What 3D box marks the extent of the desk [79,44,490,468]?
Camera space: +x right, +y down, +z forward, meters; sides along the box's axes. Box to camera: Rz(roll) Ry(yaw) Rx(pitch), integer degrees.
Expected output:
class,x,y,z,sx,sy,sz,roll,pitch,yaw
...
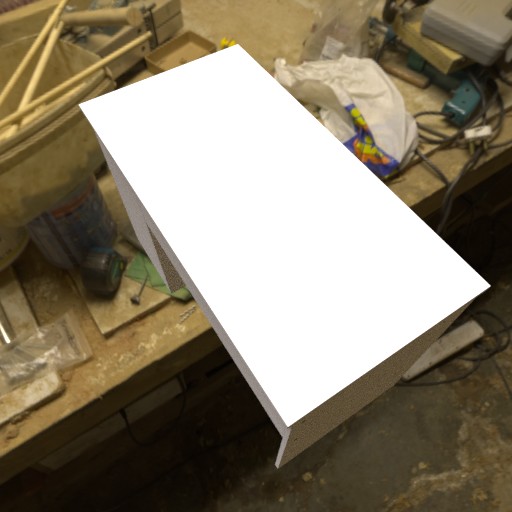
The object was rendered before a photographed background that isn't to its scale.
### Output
class,x,y,z,sx,sy,sz,roll,pitch,yaw
desk,0.000,0.000,1.476,0.560,0.730,1.096,-29,62,-17
